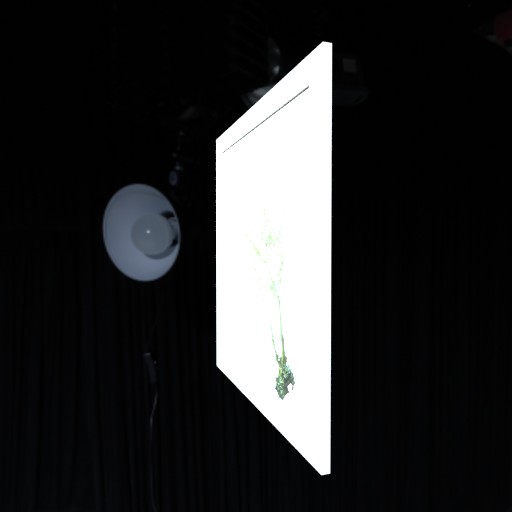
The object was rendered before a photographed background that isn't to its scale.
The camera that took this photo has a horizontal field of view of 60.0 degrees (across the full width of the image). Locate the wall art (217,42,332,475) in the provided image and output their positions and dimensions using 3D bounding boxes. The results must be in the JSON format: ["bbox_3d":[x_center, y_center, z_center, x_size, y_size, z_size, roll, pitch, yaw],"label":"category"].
[{"bbox_3d":[0.000,0.000,0.878,0.013,0.584,0.584,0,1,-19],"label":"wall art"}]
